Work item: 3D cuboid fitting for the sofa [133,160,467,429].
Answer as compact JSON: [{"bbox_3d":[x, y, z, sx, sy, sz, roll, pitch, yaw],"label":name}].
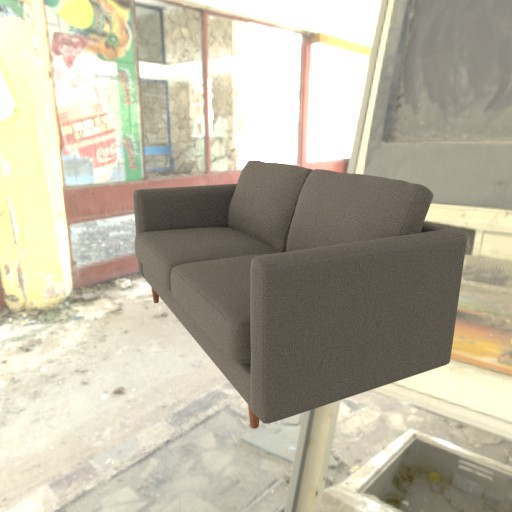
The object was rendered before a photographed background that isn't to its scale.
[{"bbox_3d":[0.000,0.000,2.254,0.940,0.866,1.713,-8,18,-26],"label":"sofa"}]
